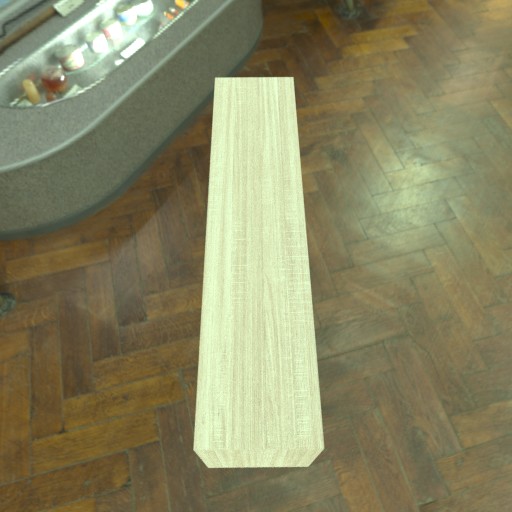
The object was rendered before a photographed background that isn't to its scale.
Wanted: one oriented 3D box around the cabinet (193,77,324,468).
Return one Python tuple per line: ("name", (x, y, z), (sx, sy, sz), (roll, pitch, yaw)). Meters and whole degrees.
("cabinet", (0.000, 0.000, 2.597), (0.500, 0.780, 2.200), (-1, 59, 0))
